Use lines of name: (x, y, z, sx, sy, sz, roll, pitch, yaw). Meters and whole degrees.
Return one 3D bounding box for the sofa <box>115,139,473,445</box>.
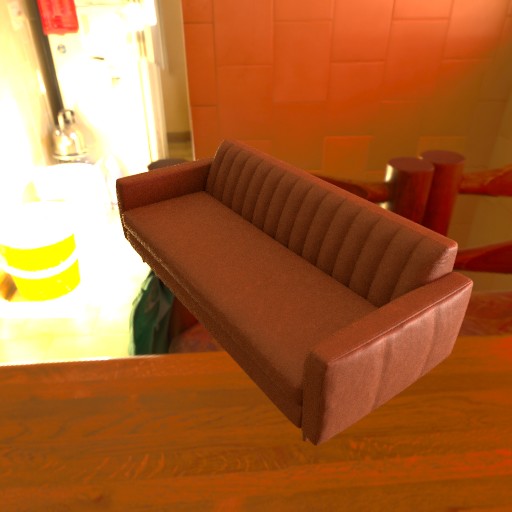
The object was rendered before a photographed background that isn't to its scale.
sofa: (0.000, 0.000, 2.761, 0.990, 0.821, 2.291, -21, 37, -29)
